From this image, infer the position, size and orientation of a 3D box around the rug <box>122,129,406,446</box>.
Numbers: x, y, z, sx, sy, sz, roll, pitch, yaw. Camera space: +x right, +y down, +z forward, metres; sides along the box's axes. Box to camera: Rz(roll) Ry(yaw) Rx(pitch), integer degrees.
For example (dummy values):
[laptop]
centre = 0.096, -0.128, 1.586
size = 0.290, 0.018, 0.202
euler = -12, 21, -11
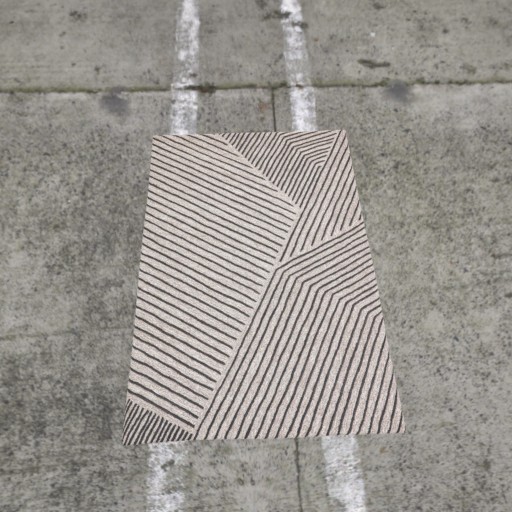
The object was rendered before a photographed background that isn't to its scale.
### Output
[rug]
centre = 0.000, 0.000, 2.380
size = 1.237, 0.019, 1.842
euler = -2, 60, -1
